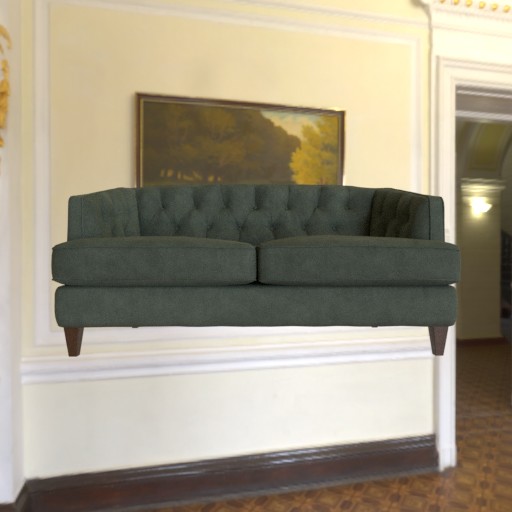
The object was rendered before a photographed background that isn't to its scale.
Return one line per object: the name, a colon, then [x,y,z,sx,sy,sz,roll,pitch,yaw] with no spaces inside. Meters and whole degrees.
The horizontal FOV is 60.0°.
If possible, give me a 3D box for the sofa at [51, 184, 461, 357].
sofa: [0.000,0.000,2.274,1.733,0.855,0.941,0,1,-1]
